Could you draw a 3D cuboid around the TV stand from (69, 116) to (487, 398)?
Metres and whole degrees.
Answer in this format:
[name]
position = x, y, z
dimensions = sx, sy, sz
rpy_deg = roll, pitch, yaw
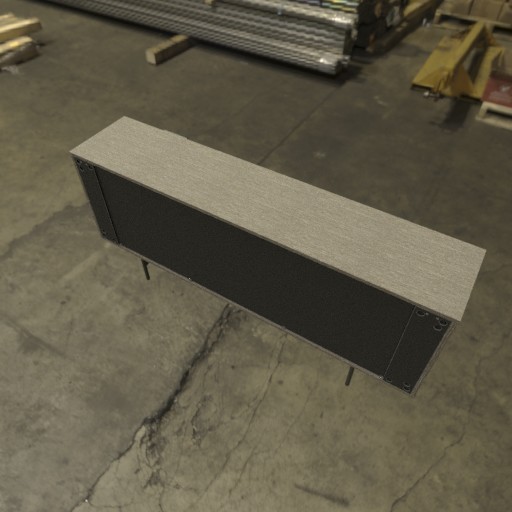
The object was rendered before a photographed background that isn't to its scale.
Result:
[TV stand]
position = 0.000, 0.000, 2.158
dimensions = 1.804, 0.787, 0.405
rpy_deg = 24, 52, 21
